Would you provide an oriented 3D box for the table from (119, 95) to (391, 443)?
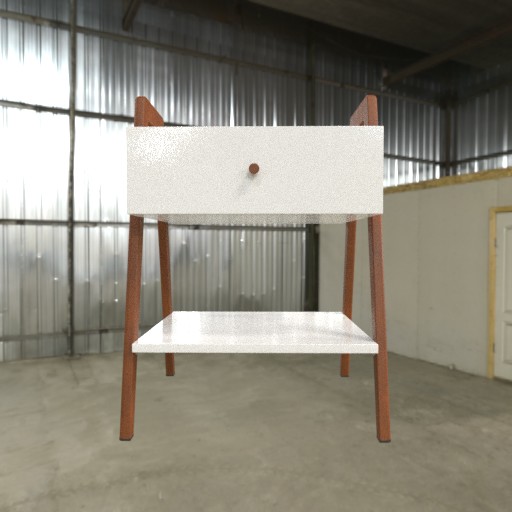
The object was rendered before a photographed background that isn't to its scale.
[{"bbox_3d":[0.000,0.000,0.907,0.457,0.610,0.405,0,2,1],"label":"table"}]
